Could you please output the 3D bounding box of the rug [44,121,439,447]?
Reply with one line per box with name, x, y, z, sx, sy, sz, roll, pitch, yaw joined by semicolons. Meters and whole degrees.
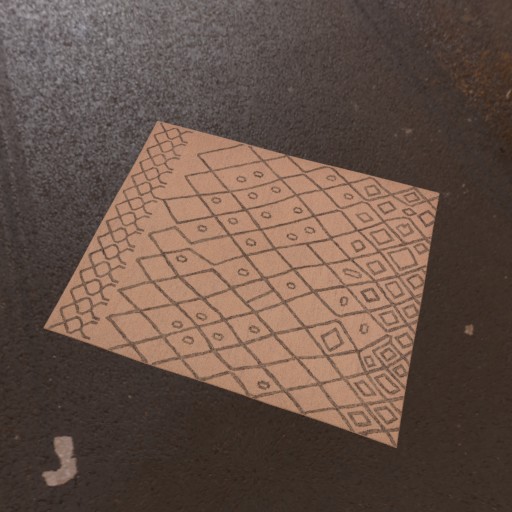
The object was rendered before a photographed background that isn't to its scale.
rug;0.000;0.000;4.099;3.046;0.015;2.446;16;65;8
